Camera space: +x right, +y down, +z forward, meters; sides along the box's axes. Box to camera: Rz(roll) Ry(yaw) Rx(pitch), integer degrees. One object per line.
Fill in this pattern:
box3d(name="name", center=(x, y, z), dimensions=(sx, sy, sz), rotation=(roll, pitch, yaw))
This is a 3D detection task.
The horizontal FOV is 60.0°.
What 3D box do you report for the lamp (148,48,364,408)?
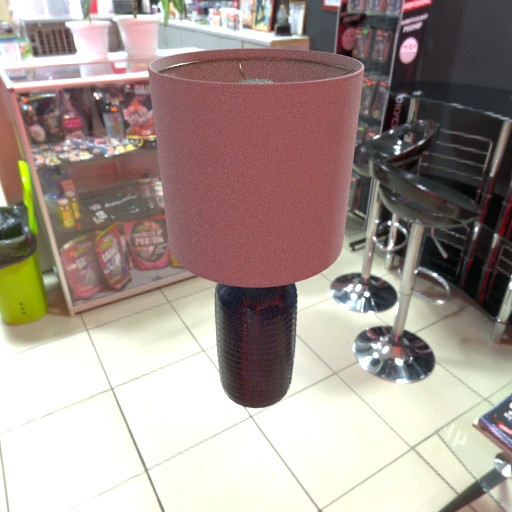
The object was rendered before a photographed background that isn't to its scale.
box3d(name="lamp", center=(0.000, 0.000, 0.587), dimensions=(0.220, 0.475, 0.220), rotation=(1, 32, 1))
